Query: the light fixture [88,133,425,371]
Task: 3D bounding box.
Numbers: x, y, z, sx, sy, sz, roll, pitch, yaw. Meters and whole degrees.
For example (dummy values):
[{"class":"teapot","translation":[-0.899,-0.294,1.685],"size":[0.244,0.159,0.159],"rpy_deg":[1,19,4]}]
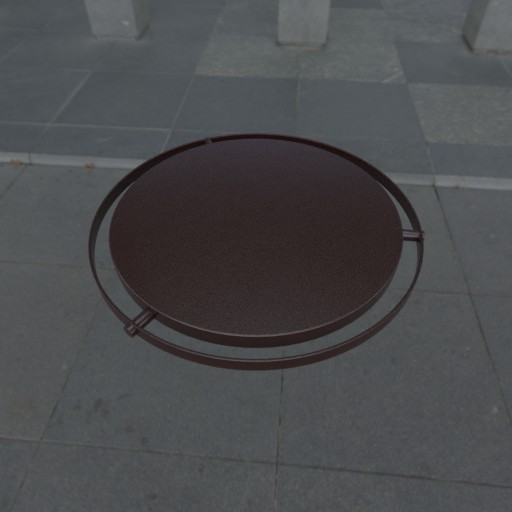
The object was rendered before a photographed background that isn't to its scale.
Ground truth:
[{"class":"light fixture","translation":[0.000,0.000,0.535],"size":[0.361,0.130,0.361],"rpy_deg":[0,46,0]}]
